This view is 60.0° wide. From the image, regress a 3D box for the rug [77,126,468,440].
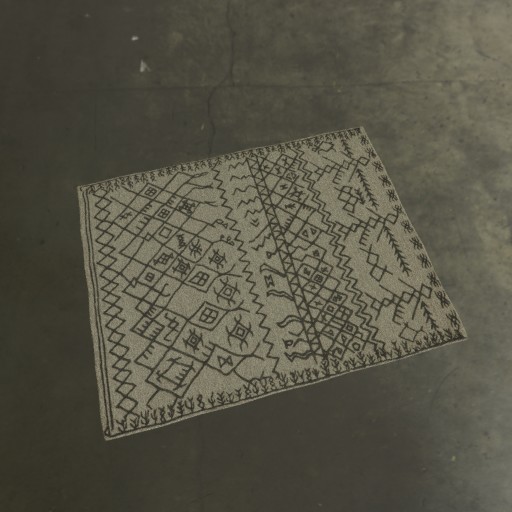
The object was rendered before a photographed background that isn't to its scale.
[{"bbox_3d":[0.000,0.000,3.260,2.455,0.025,1.964,-14,64,-7],"label":"rug"}]
